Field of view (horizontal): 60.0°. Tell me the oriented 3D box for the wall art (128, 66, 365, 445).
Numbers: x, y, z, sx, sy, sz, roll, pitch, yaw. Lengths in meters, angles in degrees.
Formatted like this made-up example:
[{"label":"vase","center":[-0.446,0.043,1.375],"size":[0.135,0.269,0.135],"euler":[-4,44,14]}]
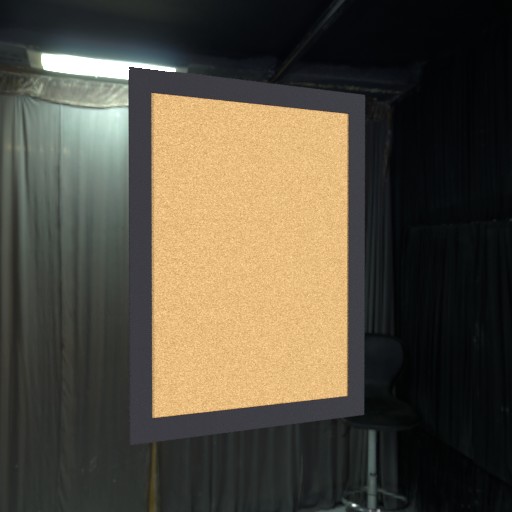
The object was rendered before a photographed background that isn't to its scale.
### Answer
[{"label":"wall art","center":[0.000,0.000,0.680],"size":[0.374,0.529,0.012],"euler":[0,1,-18]}]
